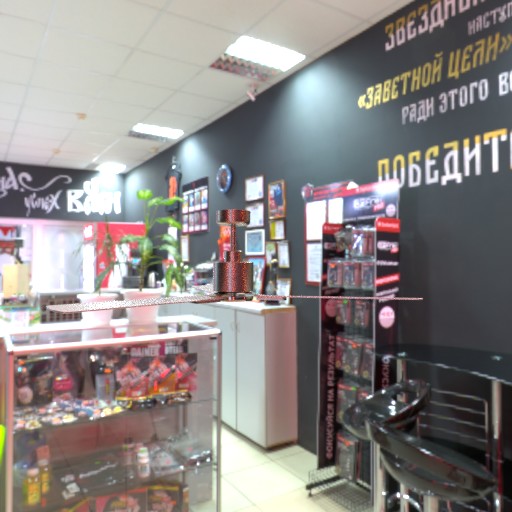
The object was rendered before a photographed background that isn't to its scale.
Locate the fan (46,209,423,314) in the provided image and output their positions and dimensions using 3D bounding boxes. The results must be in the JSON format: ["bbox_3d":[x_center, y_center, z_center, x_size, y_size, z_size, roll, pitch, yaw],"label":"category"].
[{"bbox_3d":[0.000,0.000,2.312,1.531,0.446,1.561,0,-1,0],"label":"fan"}]
